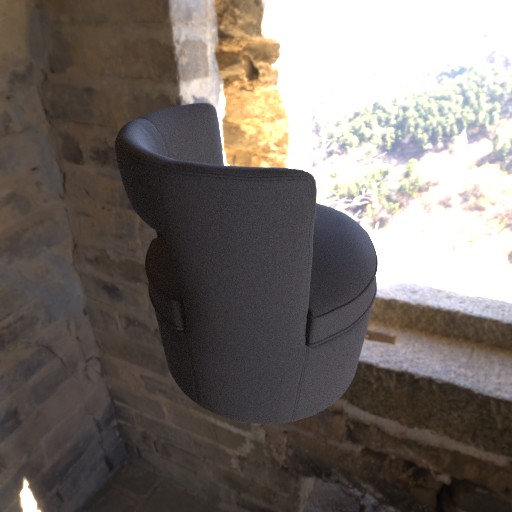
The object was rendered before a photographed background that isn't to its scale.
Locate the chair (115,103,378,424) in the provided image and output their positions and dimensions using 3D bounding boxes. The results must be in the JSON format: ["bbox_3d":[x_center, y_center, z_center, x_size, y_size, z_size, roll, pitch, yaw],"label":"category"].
[{"bbox_3d":[0.000,0.000,1.239,0.660,0.719,0.689,-10,31,-18],"label":"chair"}]
